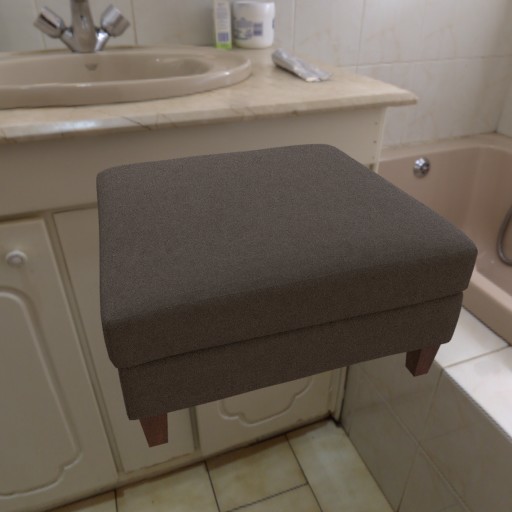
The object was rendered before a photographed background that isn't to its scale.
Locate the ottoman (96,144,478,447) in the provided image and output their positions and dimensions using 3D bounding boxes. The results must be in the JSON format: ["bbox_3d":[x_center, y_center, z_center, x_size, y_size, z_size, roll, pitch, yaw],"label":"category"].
[{"bbox_3d":[0.000,0.000,1.372,0.881,0.482,0.861,-10,33,-15],"label":"ottoman"}]
